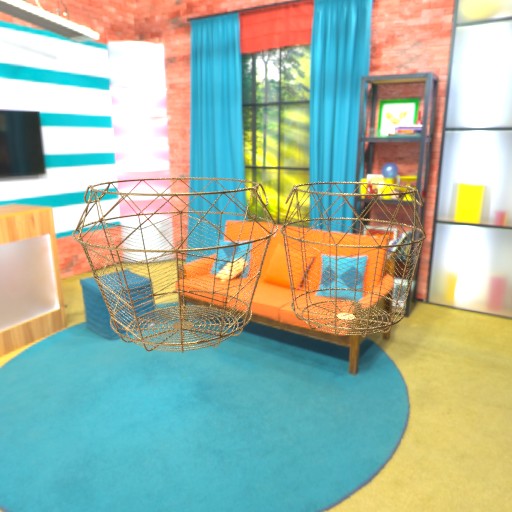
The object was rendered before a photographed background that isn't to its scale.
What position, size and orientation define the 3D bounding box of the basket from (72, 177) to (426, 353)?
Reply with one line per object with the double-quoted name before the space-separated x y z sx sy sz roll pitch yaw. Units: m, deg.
"basket" 0.000 0.000 1.052 0.805 0.343 0.451 -2 15 -8
